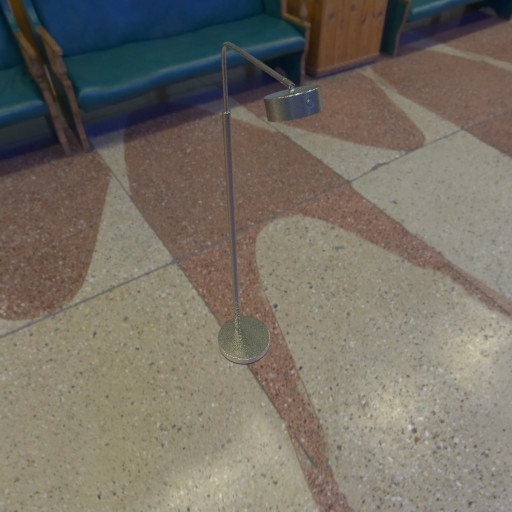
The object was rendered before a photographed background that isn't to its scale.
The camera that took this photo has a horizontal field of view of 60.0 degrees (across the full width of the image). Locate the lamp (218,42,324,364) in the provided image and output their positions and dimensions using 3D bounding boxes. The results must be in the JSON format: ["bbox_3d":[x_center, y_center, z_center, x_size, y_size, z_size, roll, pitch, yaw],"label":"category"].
[{"bbox_3d":[0.000,0.000,1.417,0.222,1.250,0.421,-24,50,-21],"label":"lamp"}]
